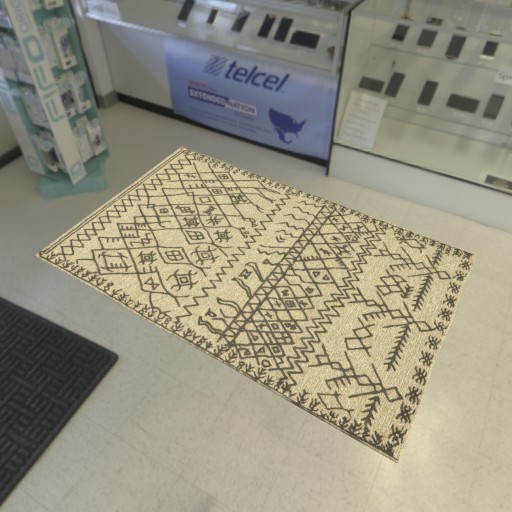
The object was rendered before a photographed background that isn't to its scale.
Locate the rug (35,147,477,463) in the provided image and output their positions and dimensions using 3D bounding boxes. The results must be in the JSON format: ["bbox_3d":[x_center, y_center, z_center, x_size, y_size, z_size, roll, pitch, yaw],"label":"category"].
[{"bbox_3d":[0.000,0.000,2.884,2.444,0.012,1.530,24,51,22],"label":"rug"}]
